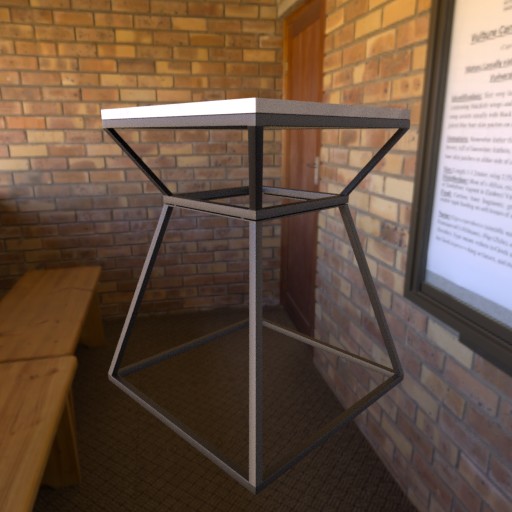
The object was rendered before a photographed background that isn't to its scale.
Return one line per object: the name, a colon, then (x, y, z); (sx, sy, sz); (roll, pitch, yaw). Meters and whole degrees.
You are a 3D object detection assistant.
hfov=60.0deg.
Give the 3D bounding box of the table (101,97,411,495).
table: (0.000, 0.000, 0.890); (0.455, 0.559, 0.455); (-15, 21, -43)
